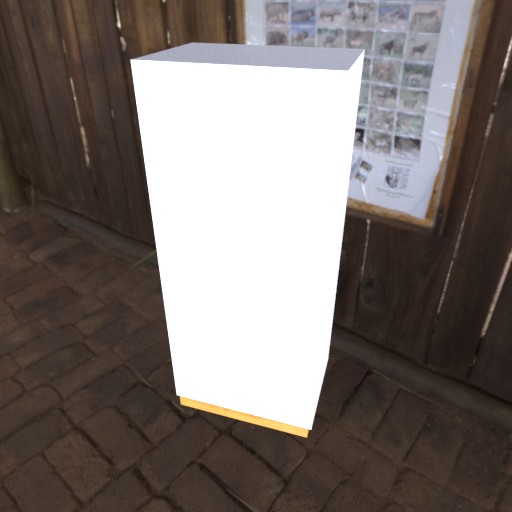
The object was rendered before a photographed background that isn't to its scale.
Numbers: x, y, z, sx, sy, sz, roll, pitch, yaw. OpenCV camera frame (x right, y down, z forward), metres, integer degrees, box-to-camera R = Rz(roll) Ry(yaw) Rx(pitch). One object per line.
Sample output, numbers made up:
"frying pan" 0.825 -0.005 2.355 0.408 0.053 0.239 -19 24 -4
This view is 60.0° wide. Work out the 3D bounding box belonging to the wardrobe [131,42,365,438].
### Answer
"wardrobe" 0.000 0.000 2.440 0.860 2.040 0.600 9 33 15
